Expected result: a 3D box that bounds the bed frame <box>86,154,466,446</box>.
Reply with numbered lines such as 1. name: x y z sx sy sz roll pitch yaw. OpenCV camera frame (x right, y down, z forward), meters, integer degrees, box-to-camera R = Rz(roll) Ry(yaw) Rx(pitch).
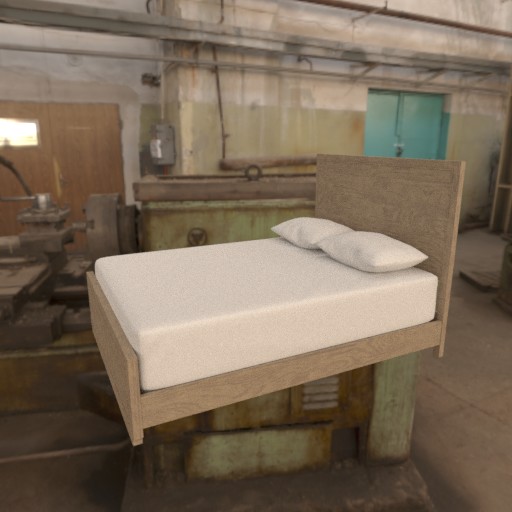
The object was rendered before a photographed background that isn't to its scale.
1. bed frame: 0.000 0.000 3.219 2.189 1.369 1.606 -7 17 -26
